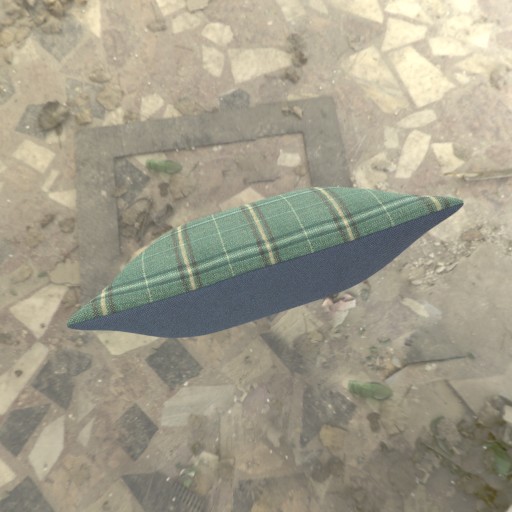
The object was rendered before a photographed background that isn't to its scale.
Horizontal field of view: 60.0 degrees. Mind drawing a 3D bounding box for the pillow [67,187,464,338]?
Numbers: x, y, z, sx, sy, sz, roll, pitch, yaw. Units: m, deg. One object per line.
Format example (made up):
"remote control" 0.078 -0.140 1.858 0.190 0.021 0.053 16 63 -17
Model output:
"pillow" 0.000 0.000 0.699 0.453 0.430 0.200 -17 78 -4
